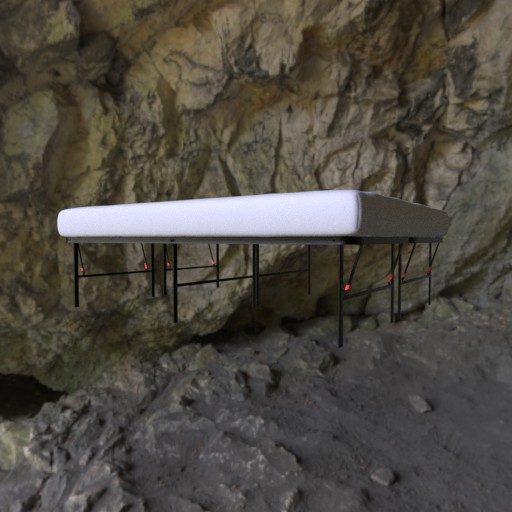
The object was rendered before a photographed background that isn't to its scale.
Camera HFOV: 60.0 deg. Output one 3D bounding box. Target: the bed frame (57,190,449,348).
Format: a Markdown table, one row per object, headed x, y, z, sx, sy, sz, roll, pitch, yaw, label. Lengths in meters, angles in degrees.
| x | y | z | sx | sy | sz | roll | pitch | yaw | label |
| --- | --- | --- | --- | --- | --- | --- | --- | --- | --- |
| 0.000 | 0.000 | 2.929 | 2.151 | 0.667 | 1.584 | 2 | 3 | 35 | bed frame |
